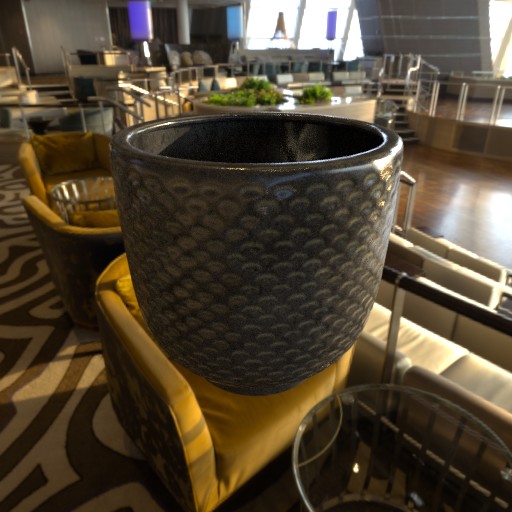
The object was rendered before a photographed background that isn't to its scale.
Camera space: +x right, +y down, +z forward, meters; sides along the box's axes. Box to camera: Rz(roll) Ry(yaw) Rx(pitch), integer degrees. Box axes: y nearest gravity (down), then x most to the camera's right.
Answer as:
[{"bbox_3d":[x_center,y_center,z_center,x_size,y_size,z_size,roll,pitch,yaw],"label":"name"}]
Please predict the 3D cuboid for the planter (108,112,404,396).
[{"bbox_3d":[0.000,0.000,0.346,0.197,0.191,0.197,0,26,0],"label":"planter"}]
